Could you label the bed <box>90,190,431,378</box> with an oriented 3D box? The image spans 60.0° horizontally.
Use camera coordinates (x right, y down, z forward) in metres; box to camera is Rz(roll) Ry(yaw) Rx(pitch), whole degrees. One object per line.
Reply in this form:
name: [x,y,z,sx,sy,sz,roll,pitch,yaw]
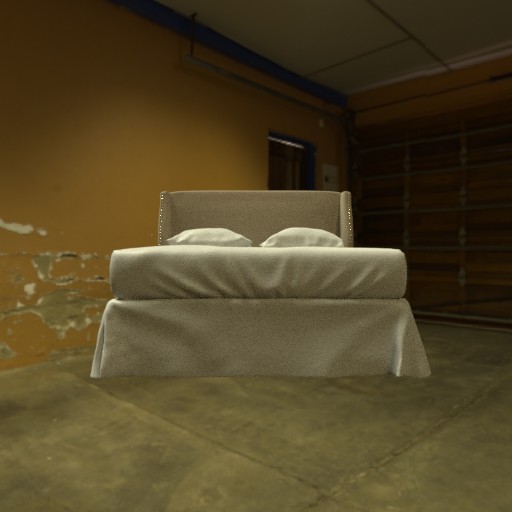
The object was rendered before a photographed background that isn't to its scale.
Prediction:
bed: [0.000,0.000,3.426,1.925,1.332,2.276,0,0,0]
